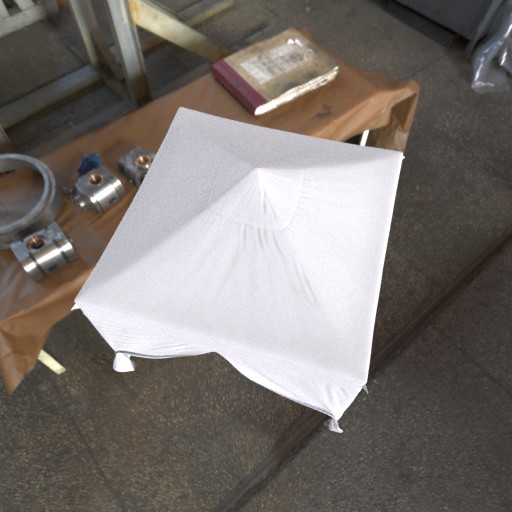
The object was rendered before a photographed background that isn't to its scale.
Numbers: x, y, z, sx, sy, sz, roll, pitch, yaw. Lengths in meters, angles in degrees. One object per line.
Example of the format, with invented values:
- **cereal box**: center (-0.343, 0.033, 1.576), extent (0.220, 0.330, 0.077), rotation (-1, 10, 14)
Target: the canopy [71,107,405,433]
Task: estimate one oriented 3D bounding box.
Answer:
- **canopy**: center (0.000, 0.000, 5.419), extent (3.043, 2.997, 3.121), rotation (14, 60, 8)
